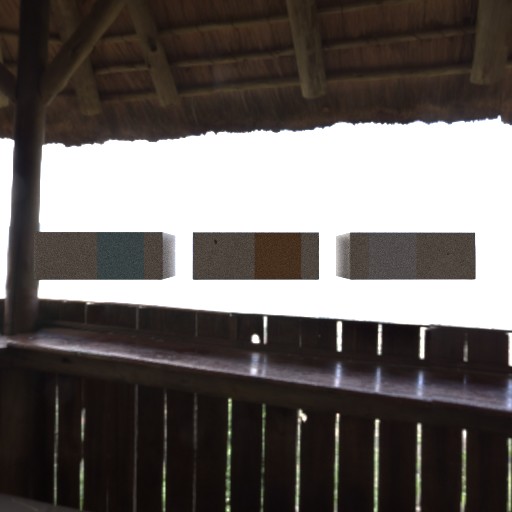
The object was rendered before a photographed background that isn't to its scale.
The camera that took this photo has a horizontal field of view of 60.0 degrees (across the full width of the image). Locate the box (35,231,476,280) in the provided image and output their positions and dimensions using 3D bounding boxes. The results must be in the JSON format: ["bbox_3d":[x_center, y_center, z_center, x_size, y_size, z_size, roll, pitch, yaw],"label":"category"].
[{"bbox_3d":[0.000,0.000,0.503,0.461,0.051,0.082,0,0,-1],"label":"box"}]
